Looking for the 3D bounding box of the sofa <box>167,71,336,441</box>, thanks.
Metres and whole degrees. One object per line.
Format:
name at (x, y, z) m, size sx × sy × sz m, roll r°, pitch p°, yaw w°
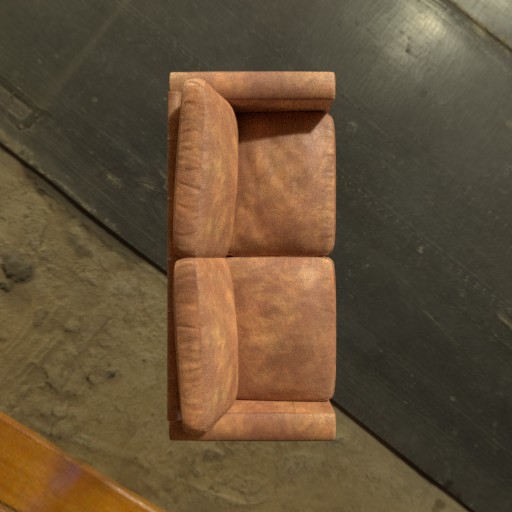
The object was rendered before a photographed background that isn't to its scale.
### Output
sofa at (0.000, 0.000, 2.723) m, size 1.016 × 0.873 × 2.179 m, roll 0°, pitch 90°, yaw 0°
